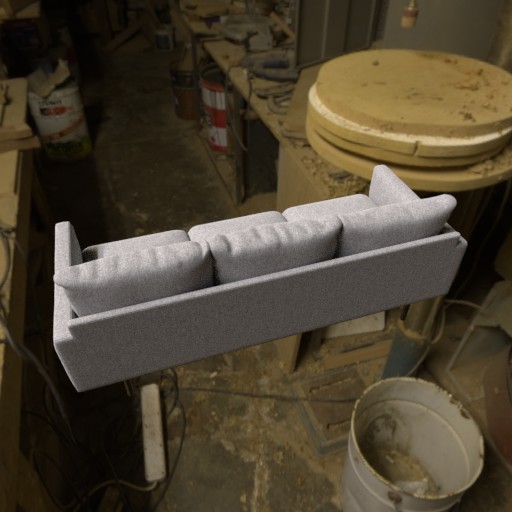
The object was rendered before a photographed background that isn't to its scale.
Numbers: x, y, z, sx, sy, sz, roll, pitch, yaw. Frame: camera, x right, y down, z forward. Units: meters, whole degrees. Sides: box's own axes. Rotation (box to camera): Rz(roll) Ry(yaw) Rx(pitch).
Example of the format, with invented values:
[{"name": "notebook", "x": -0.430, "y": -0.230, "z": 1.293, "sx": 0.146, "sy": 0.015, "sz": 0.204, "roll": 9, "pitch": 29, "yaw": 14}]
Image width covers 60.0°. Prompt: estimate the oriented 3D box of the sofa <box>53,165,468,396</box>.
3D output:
[{"name": "sofa", "x": 0.000, "y": 0.000, "z": 2.413, "sx": 2.000, "sy": 0.830, "sz": 0.850, "roll": -12, "pitch": 43, "yaw": -13}]
